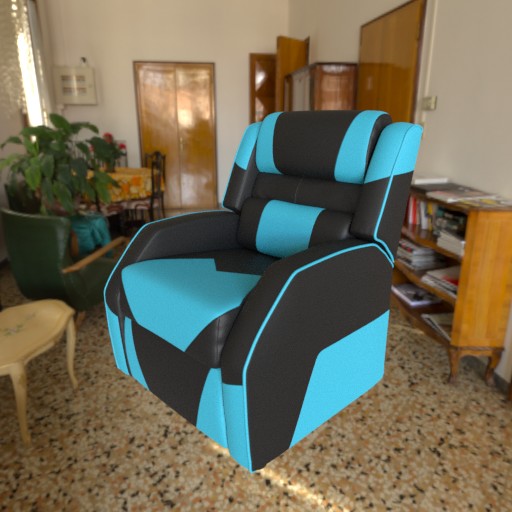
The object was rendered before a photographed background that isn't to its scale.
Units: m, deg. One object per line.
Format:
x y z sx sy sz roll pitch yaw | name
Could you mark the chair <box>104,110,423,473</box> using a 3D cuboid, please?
0.000 0.000 1.277 0.672 0.805 0.620 -16 23 -42 | chair
